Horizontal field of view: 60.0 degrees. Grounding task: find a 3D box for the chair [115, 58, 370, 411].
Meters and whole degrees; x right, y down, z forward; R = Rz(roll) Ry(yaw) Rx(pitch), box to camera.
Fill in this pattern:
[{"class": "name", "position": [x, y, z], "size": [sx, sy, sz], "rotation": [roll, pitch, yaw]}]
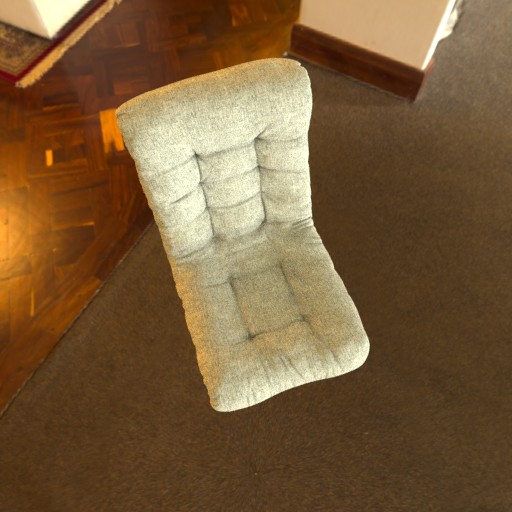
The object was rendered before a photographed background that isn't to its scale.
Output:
[{"class": "chair", "position": [0.000, 0.000, 1.016], "size": [0.400, 0.600, 0.583], "rotation": [-18, 65, -8]}]
